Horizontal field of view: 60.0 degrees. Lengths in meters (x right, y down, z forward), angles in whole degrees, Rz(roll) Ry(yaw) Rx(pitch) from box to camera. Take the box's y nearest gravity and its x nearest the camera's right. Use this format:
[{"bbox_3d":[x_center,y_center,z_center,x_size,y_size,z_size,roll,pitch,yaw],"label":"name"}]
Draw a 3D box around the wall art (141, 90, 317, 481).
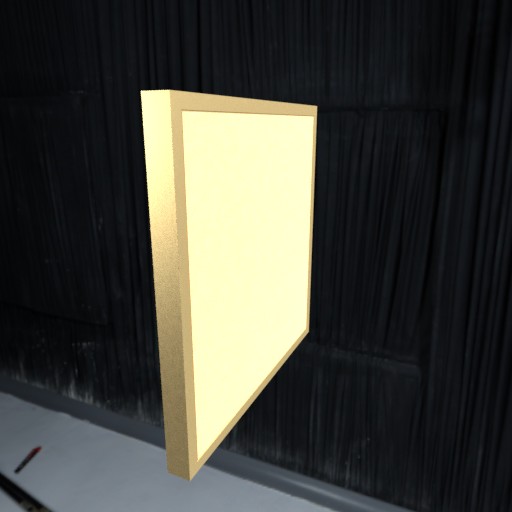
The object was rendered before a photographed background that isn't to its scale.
[{"bbox_3d":[0.000,0.000,1.941,0.095,1.284,1.284,8,18,24],"label":"wall art"}]
